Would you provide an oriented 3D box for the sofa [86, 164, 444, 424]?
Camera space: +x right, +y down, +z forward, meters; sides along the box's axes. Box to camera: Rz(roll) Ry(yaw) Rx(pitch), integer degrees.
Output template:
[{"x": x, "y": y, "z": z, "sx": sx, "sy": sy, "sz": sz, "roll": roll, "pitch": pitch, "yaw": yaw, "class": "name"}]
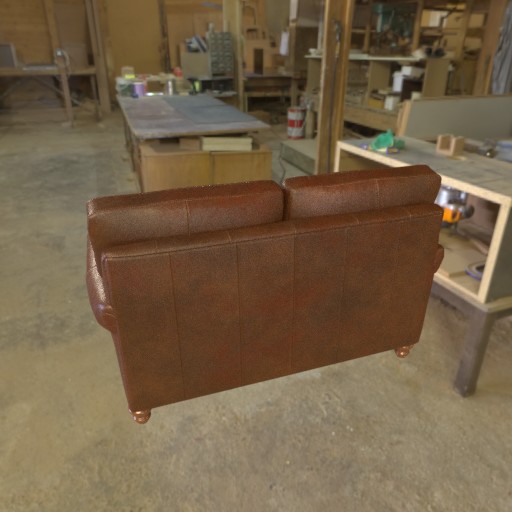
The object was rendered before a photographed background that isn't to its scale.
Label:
[{"x": 0.000, "y": 0.000, "z": 2.262, "sx": 1.616, "sy": 0.976, "sz": 0.990, "roll": -9, "pitch": 27, "yaw": -17, "class": "sofa"}]
